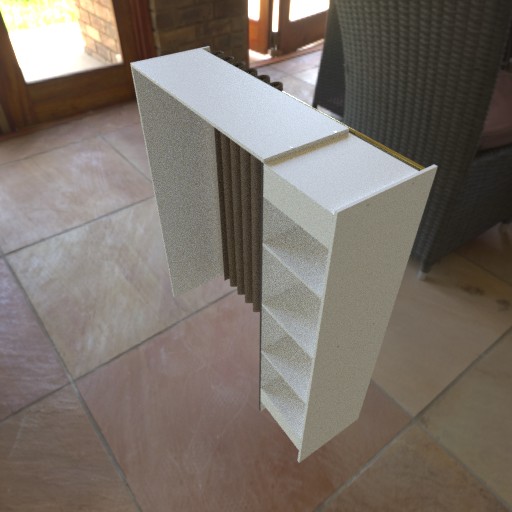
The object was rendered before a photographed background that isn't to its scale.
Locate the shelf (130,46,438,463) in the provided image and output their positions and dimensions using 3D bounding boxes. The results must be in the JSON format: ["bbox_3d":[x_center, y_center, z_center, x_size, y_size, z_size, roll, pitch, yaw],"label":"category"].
[{"bbox_3d":[0.000,0.000,2.568,0.500,1.820,1.600,-25,48,-25],"label":"shelf"}]
